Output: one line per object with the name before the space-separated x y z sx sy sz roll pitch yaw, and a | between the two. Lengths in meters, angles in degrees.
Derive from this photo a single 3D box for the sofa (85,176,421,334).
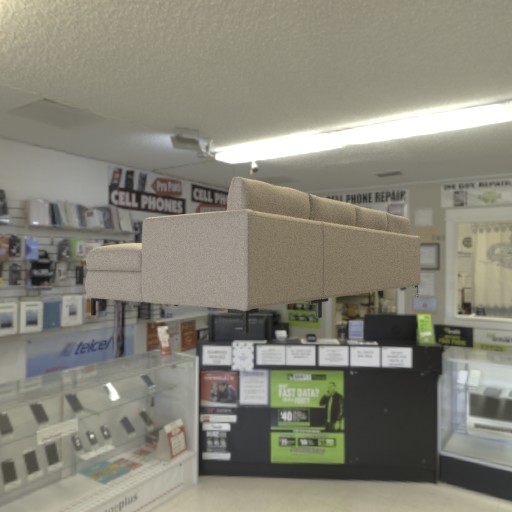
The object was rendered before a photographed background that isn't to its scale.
sofa | 0.000 0.000 3.636 1.879 0.756 2.737 -1 -1 36
